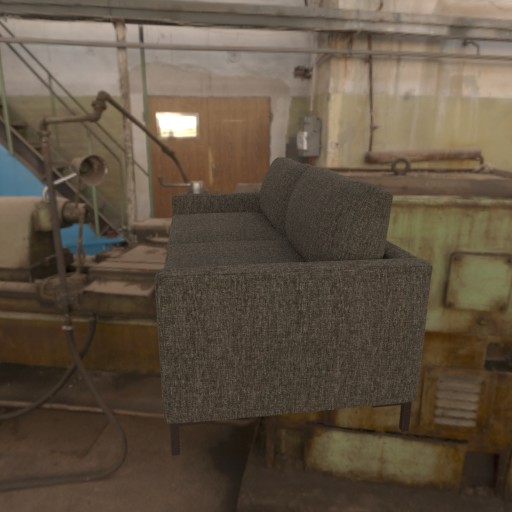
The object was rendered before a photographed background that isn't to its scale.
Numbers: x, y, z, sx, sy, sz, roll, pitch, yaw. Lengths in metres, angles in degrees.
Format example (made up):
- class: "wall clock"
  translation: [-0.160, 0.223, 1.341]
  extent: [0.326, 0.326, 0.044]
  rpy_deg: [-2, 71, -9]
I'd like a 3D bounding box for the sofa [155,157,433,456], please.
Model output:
- class: "sofa"
  translation: [0.000, 0.000, 2.156]
  extent: [0.866, 0.862, 1.716]
  rpy_deg: [-2, 16, -8]
